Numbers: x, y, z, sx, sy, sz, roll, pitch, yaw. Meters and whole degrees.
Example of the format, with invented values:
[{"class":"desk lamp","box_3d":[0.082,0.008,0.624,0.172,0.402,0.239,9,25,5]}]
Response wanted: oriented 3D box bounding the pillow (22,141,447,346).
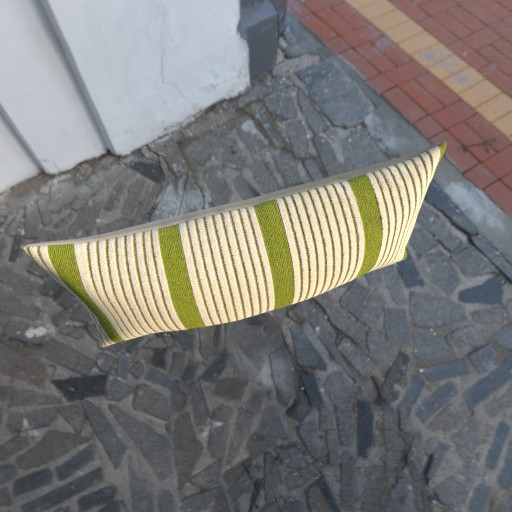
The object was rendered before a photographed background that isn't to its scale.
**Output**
[{"class":"pillow","box_3d":[0.000,0.000,0.724,0.608,0.292,0.156,-15,65,-7]}]
